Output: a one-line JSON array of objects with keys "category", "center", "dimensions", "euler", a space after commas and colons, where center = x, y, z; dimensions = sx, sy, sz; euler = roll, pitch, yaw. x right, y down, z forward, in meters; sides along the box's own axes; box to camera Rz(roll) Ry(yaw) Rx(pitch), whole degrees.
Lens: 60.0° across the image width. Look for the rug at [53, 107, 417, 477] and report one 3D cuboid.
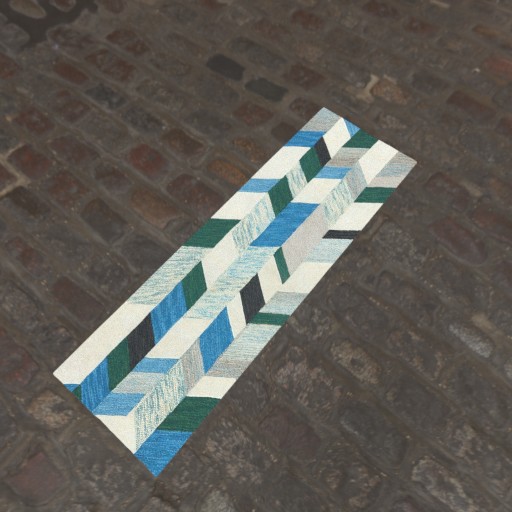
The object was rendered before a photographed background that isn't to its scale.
[{"category": "rug", "center": [0.000, 0.000, 2.643], "dimensions": [0.774, 0.008, 2.437], "euler": [37, 70, 16]}]
